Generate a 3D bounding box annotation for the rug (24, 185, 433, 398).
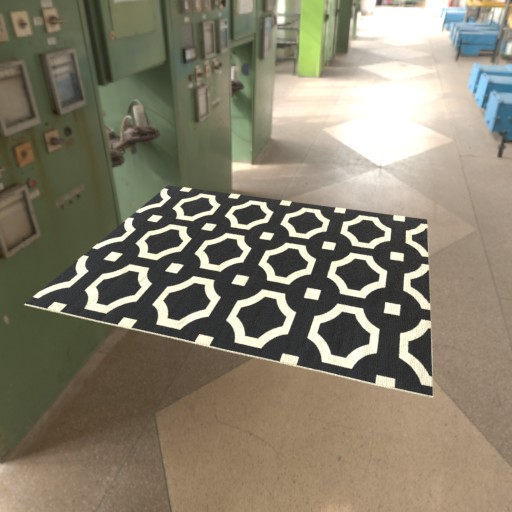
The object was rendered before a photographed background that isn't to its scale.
[{"bbox_3d":[0.000,0.000,4.089,3.049,0.021,2.466,9,33,15],"label":"rug"}]
